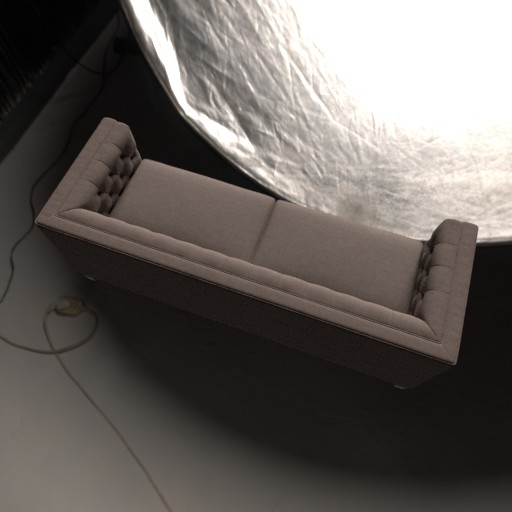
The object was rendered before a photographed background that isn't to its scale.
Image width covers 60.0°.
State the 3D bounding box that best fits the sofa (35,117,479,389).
[{"bbox_3d":[0.000,0.000,2.609,2.159,0.762,0.775,18,65,9],"label":"sofa"}]
